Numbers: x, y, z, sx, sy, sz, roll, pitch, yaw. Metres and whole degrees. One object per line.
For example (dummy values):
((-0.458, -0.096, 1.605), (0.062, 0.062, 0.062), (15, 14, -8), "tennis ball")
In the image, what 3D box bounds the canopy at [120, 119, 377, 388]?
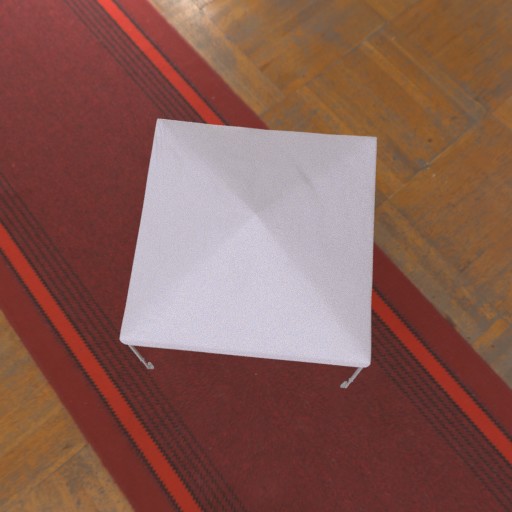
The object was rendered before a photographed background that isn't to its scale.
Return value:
((0.000, 0.000, 5.290), (2.849, 2.850, 2.850), (5, 75, 1), "canopy")
